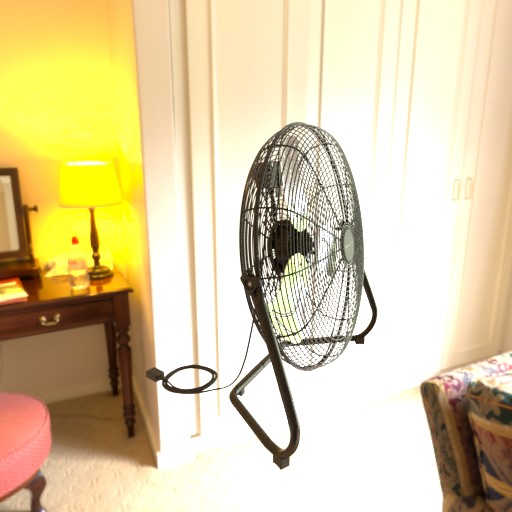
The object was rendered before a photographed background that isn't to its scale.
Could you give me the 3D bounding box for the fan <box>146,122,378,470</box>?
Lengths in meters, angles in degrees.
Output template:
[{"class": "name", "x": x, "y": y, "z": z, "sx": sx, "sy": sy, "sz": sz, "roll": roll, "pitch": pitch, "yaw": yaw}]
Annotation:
[{"class": "fan", "x": 0.000, "y": 0.000, "z": 0.948, "sx": 0.424, "sy": 0.546, "sz": 0.555, "roll": 7, "pitch": 16, "yaw": 26}]
